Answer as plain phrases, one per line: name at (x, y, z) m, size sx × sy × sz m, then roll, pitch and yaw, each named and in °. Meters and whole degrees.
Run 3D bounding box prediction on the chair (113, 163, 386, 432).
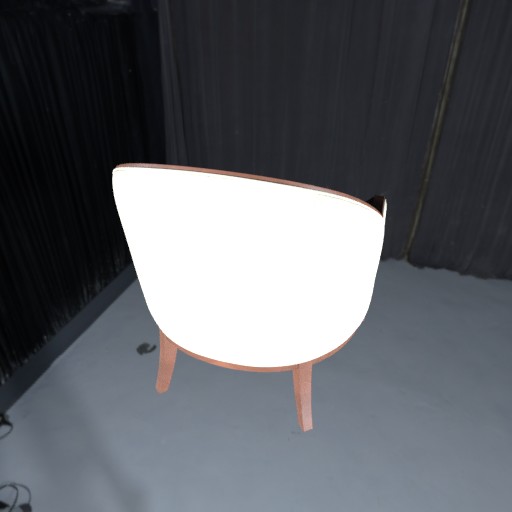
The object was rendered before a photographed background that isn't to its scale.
chair at (0.000, 0.000, 1.506) m, size 0.803 × 0.876 × 0.735 m, roll 9°, pitch 33°, yaw 15°
